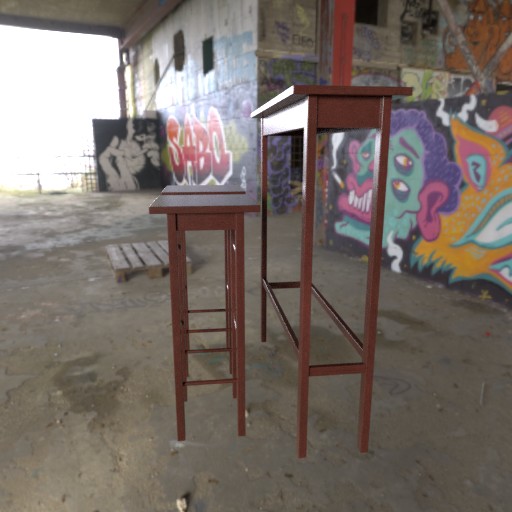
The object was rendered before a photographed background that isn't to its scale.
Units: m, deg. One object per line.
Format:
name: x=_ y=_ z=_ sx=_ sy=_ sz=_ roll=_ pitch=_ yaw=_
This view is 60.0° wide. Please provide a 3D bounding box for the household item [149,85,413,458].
household item: x=0.000 y=0.000 z=1.630 sx=0.676 sy=1.067 sz=0.914 roll=-2 pitch=14 yaw=-7
